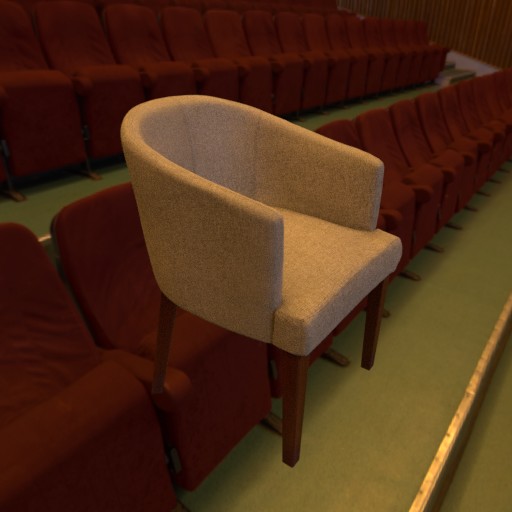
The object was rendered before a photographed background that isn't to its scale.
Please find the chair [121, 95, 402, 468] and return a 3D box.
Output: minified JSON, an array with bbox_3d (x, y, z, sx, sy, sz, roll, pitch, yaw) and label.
[{"bbox_3d":[0.000,0.000,1.252,0.655,0.811,0.583,18,32,32],"label":"chair"}]
